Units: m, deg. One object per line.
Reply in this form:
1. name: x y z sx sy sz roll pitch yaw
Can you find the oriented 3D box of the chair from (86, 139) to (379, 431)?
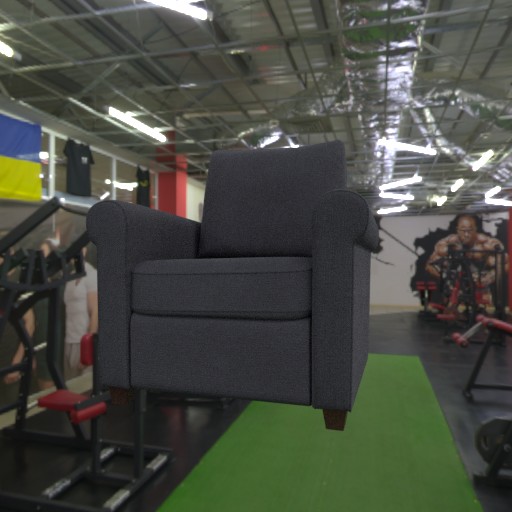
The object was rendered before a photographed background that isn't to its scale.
1. chair: 0.000 0.000 1.646 0.867 0.942 0.828 0 0 18
